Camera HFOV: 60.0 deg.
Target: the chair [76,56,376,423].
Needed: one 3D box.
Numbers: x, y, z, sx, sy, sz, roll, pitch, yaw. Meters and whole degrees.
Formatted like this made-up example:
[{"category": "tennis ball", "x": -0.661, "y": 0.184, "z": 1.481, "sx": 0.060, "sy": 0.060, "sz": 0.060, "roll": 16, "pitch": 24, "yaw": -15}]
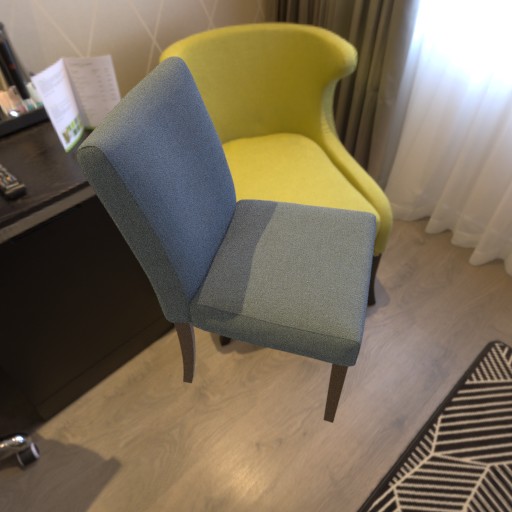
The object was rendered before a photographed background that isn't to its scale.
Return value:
[{"category": "chair", "x": 0.000, "y": 0.000, "z": 1.234, "sx": 0.629, "sy": 0.882, "sz": 0.487, "roll": 11, "pitch": 48, "yaw": 10}]
